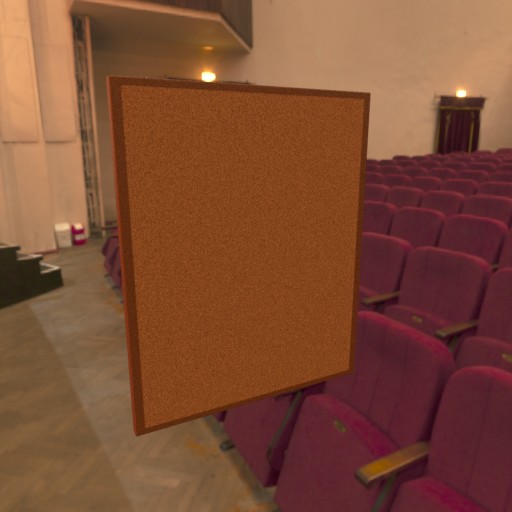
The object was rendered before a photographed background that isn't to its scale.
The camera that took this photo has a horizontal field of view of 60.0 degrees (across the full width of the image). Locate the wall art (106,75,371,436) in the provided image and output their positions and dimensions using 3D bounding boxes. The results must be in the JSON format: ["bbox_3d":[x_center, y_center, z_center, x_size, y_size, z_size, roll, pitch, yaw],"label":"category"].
[{"bbox_3d":[0.000,0.000,0.525,0.310,0.379,0.015,-7,16,-27],"label":"wall art"}]
